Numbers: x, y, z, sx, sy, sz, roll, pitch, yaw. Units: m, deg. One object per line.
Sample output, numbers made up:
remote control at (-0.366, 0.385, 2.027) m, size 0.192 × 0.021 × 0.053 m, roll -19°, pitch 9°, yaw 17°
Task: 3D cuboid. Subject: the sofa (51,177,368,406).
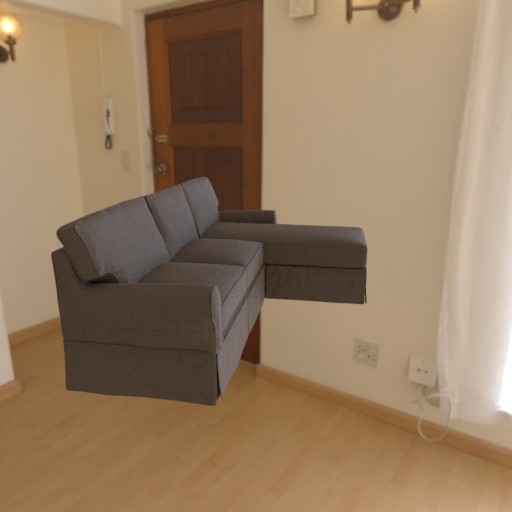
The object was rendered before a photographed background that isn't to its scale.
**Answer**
sofa at (0.000, 0.000, 3.324) m, size 1.733 × 0.978 × 2.475 m, roll 3°, pitch 16°, yaw 9°
